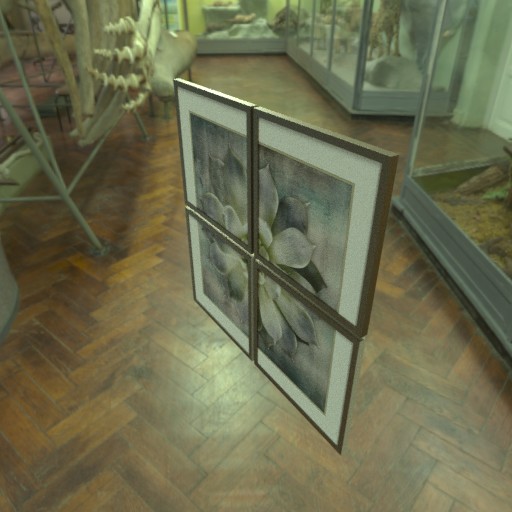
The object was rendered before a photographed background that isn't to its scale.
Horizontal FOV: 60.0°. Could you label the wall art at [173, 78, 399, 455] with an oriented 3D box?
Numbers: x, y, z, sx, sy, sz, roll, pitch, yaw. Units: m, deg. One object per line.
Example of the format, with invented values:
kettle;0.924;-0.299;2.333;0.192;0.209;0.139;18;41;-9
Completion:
wall art;0.000;0.000;1.569;0.030;1.032;1.032;-20;37;-29
